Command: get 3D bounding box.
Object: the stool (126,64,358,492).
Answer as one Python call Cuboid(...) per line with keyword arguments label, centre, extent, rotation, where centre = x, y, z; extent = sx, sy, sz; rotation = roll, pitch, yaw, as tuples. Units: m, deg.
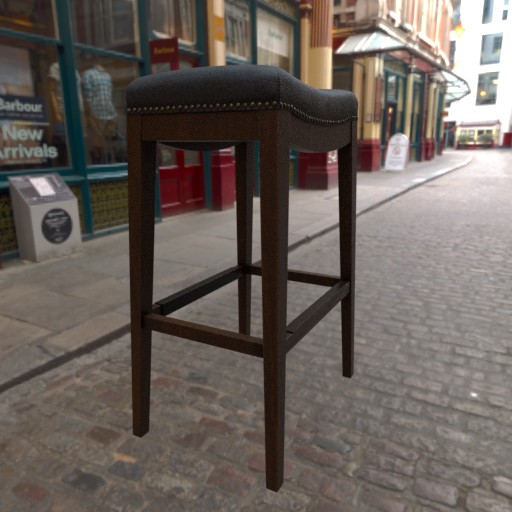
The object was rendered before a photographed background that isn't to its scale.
Cuboid(label="stool", centre=(0.000, 0.000, 1.033), extent=(0.361, 0.765, 0.500), rotation=(8, 16, 27))
